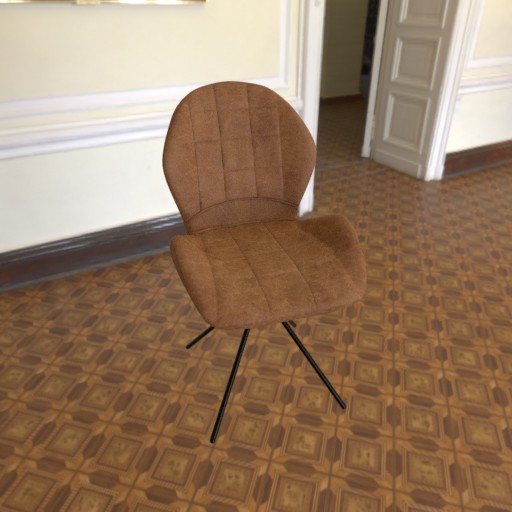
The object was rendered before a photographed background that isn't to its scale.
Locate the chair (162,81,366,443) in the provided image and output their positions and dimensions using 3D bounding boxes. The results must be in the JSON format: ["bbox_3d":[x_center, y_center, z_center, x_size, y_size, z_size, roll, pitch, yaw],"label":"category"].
[{"bbox_3d":[0.000,0.000,1.363,0.527,0.929,0.640,-9,31,-15],"label":"chair"}]
